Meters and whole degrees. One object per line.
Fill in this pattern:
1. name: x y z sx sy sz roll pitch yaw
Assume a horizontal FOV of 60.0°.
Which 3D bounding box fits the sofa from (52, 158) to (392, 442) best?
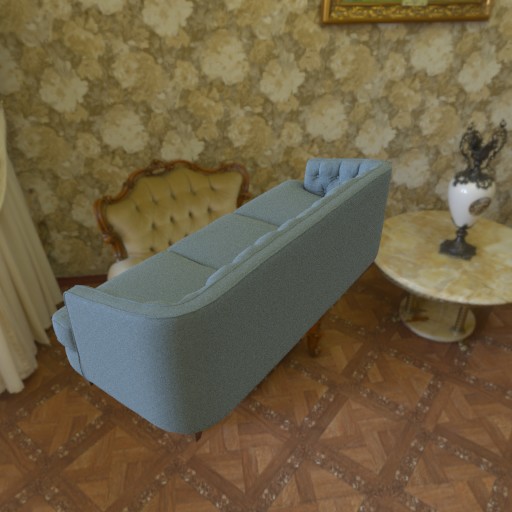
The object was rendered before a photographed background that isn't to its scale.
1. sofa: 0.000 0.000 2.765 0.941 0.855 2.278 21 37 30
